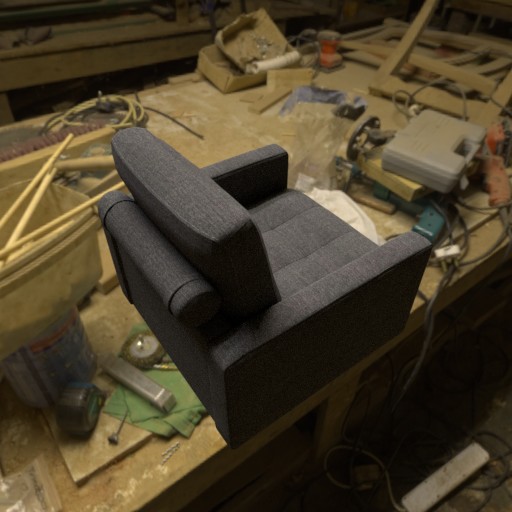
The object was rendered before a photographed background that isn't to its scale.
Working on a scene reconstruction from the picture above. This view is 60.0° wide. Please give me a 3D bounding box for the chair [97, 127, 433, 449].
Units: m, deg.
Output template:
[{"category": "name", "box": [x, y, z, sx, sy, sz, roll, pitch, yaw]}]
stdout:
[{"category": "chair", "box": [0.000, 0.000, 1.532, 0.843, 0.880, 0.821, -26, 48, -26]}]
